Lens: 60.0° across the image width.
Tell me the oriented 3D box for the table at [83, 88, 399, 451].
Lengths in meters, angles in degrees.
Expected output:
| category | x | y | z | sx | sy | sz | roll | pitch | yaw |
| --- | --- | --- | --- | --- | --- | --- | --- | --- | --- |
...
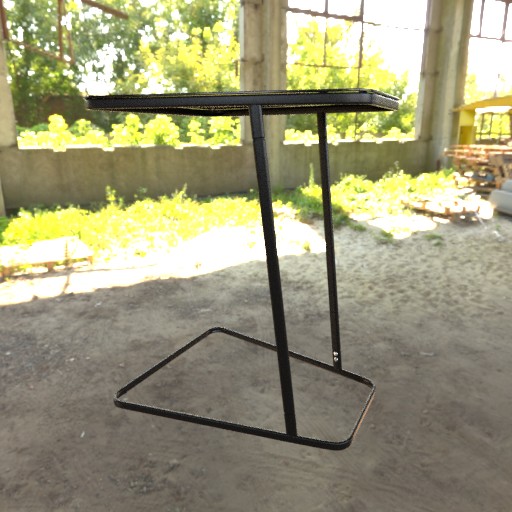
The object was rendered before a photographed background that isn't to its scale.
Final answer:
| category | x | y | z | sx | sy | sz | roll | pitch | yaw |
| --- | --- | --- | --- | --- | --- | --- | --- | --- | --- |
| table | 0.000 | 0.000 | 0.933 | 0.500 | 0.624 | 0.427 | 8 | 17 | 27 |
